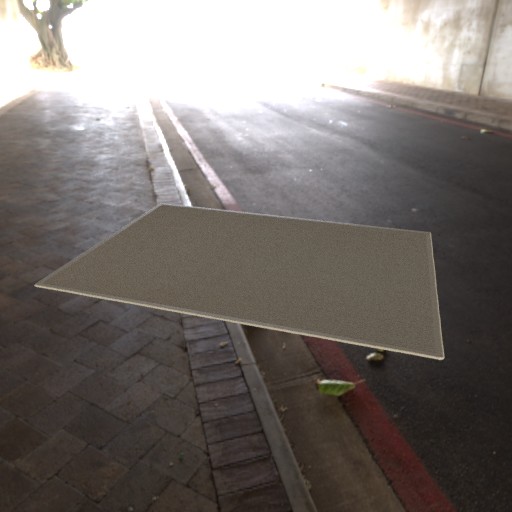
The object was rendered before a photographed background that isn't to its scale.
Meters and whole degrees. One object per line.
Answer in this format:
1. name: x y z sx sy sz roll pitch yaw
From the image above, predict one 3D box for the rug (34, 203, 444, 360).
1. rug: 0.000 0.000 2.938 2.244 0.017 1.532 8 27 16
